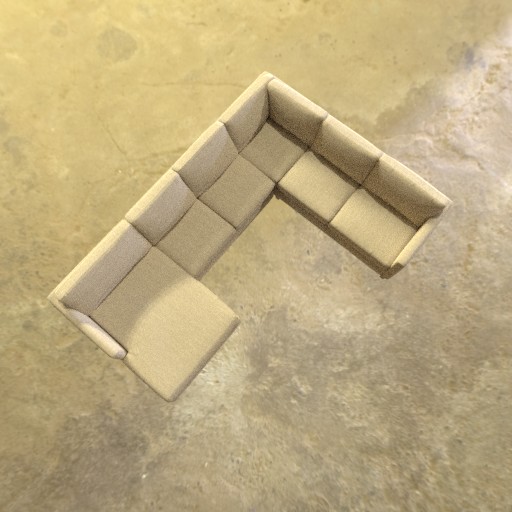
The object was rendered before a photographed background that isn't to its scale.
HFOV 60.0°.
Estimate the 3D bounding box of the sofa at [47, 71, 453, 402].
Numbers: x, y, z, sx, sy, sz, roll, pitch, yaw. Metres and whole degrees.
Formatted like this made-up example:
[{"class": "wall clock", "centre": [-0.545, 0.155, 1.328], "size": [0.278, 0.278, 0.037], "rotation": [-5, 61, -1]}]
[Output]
[{"class": "sofa", "centre": [0.000, 0.000, 4.745], "size": [2.594, 0.961, 3.460], "rotation": [39, 78, 10]}]
